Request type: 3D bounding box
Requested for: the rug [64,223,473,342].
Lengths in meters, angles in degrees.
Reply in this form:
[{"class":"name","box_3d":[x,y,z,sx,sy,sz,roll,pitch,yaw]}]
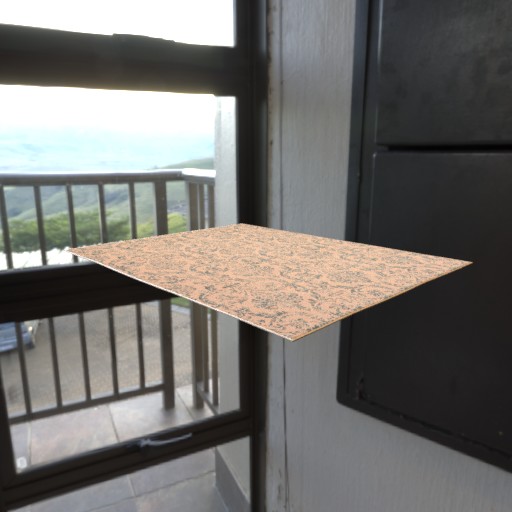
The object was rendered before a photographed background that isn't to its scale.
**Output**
[{"class":"rug","box_3d":[0.000,0.000,4.091,2.363,0.012,2.980,-12,18,-43]}]
